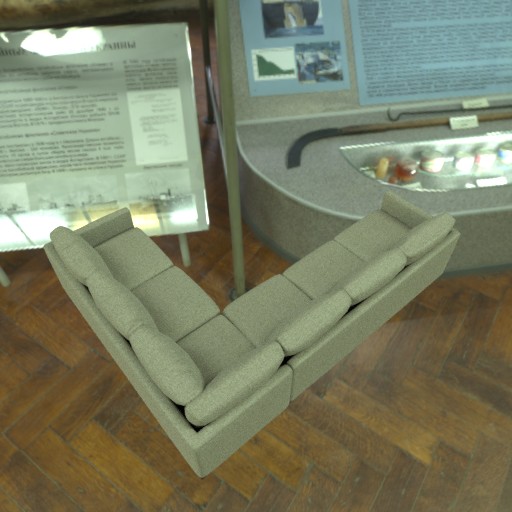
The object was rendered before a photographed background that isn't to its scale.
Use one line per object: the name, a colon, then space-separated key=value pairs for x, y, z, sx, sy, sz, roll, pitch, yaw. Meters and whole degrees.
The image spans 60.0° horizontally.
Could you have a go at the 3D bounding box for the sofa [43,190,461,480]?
sofa: x=0.000 y=0.000 z=4.526 sx=3.302 sy=0.947 sz=2.593 roll=-32 pitch=54 yaw=-26
